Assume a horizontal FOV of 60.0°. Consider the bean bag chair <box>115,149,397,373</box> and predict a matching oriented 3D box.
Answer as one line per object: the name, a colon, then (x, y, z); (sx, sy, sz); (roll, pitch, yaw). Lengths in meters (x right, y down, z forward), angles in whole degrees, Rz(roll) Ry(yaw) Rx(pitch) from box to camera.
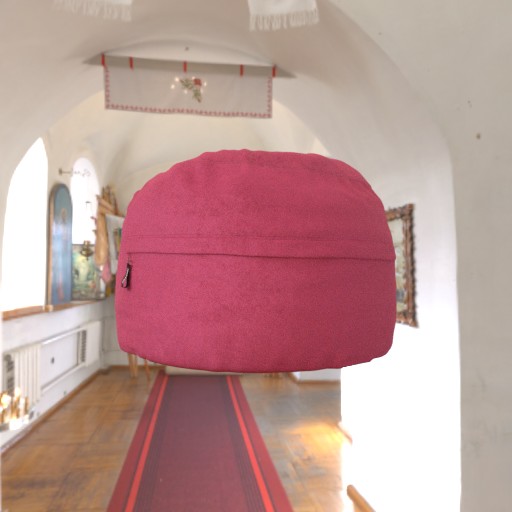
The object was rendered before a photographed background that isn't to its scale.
bean bag chair: (0.000, 0.000, 2.012); (1.218, 0.788, 1.218); (0, -1, 0)
